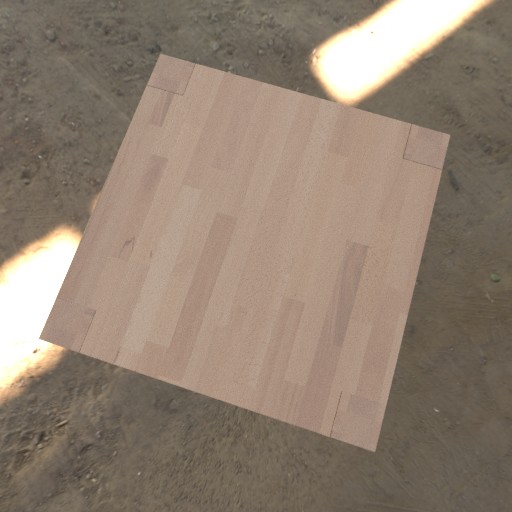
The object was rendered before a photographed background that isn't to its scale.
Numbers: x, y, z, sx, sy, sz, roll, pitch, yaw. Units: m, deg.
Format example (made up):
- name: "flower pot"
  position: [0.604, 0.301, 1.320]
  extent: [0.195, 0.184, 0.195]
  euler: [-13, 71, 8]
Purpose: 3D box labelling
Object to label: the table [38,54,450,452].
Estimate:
- name: "table"
  position: [0.000, 0.000, 1.167]
  extent: [0.700, 0.451, 0.700]
  euler: [17, 77, 4]
